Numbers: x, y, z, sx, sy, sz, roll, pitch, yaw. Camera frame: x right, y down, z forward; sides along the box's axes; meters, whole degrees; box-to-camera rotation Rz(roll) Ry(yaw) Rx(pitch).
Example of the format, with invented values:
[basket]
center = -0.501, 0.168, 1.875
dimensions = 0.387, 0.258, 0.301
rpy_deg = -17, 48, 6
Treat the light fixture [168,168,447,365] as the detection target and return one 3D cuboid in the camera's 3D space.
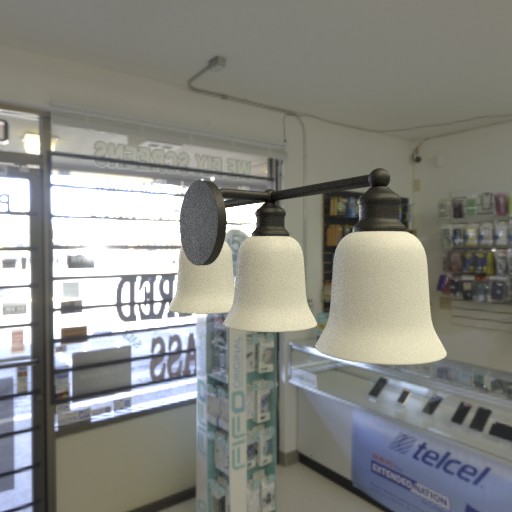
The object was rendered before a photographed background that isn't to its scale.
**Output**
[light fixture]
center = 0.000, 0.000, 0.672
dimensions = 0.198, 0.211, 0.570
rpy_deg = -1, 1, -34
